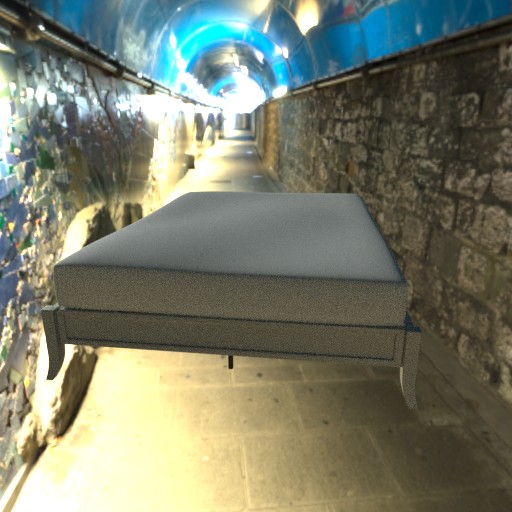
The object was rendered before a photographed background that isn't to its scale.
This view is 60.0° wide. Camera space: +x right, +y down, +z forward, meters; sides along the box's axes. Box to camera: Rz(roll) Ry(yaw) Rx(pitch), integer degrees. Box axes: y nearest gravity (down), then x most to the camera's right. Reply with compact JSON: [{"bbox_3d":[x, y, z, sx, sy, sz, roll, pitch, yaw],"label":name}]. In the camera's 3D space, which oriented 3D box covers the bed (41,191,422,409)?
[{"bbox_3d":[0.000,0.000,2.573,1.460,0.510,1.985,2,17,7],"label":"bed"}]
